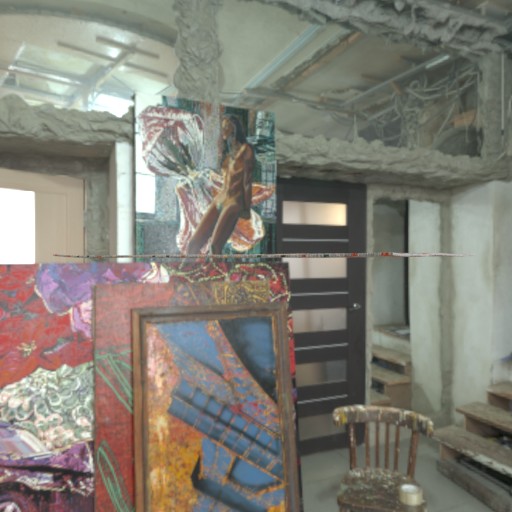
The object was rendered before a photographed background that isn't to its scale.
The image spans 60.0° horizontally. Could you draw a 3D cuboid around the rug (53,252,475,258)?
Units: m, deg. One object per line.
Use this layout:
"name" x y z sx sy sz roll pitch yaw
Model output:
"rug" 0.000 0.000 3.006 2.439 0.029 1.537 0 0 37
